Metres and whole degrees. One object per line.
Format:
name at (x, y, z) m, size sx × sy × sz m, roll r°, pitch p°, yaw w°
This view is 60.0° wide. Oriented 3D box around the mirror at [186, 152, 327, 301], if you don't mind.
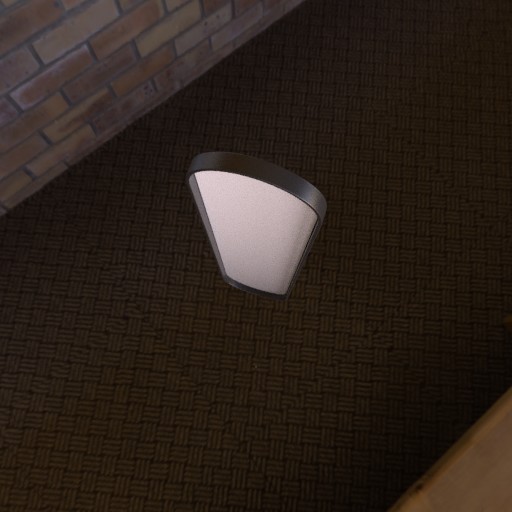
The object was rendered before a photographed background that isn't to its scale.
mirror at (0.000, 0.000, 1.074) m, size 0.222 × 0.991 × 0.032 m, roll 18°, pitch 77°, yaw 4°
